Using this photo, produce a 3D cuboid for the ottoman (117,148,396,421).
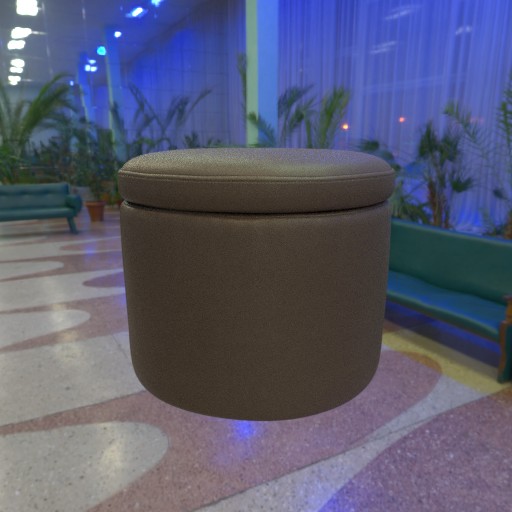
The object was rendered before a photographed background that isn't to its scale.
[{"bbox_3d":[0.000,0.000,0.867,0.500,0.409,0.500,0,15,0],"label":"ottoman"}]
